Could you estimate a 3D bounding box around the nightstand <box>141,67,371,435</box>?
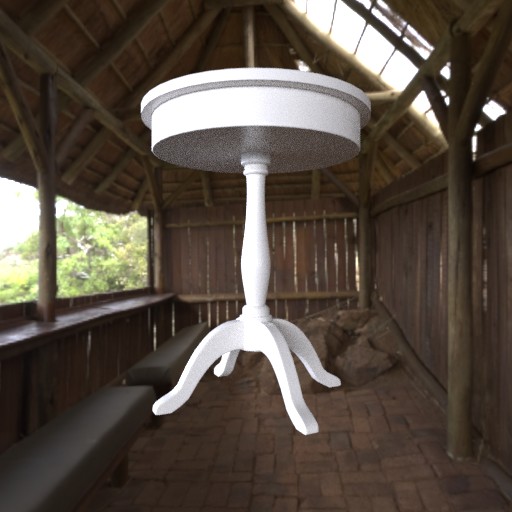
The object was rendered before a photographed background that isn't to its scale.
[{"bbox_3d":[0.000,0.000,1.022,0.513,0.653,0.513,0,0,-17],"label":"nightstand"}]
